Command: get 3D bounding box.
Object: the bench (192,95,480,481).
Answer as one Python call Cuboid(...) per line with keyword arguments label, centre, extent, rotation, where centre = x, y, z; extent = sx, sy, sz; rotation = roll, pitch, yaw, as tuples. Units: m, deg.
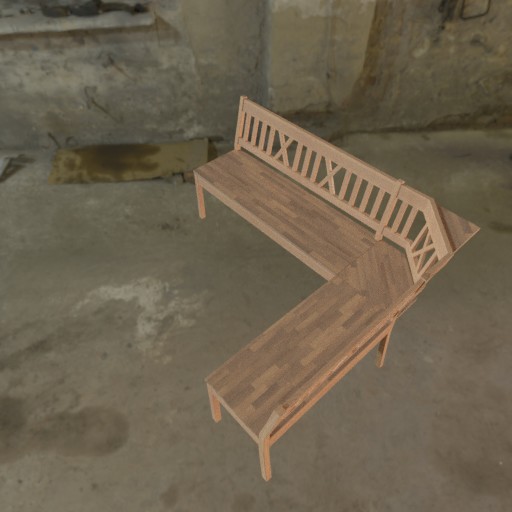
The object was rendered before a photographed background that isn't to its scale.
Cuboid(label="bench", centre=(0.000, 0.000, 2.807), extent=(1.537, 0.902, 1.937), rotation=(-34, 56, -27))
